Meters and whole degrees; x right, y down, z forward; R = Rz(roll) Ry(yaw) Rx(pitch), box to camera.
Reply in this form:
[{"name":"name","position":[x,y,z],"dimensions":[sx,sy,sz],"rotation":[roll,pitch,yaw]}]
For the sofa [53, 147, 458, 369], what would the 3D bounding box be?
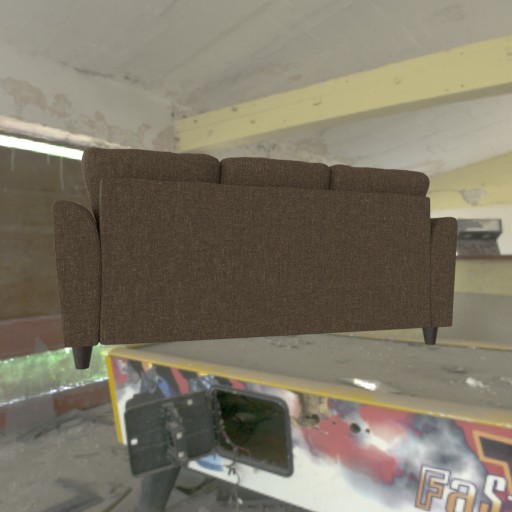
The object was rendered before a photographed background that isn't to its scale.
[{"name":"sofa","position":[0.000,0.000,2.297],"dimensions":[1.847,0.891,0.837],"rotation":[0,-1,-18]}]
